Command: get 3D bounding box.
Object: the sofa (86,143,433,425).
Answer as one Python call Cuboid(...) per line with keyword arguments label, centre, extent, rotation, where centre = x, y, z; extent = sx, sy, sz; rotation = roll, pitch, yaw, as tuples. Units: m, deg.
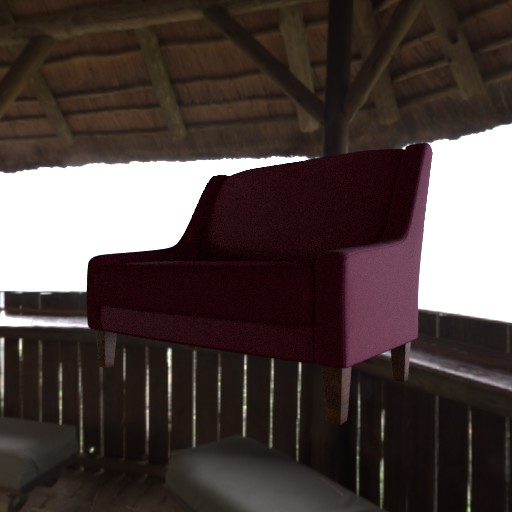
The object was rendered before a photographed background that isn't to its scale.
Cuboid(label="sofa", centre=(0.000, 0.000, 1.913), extent=(1.242, 0.976, 0.946), rotation=(0, -1, 37))
